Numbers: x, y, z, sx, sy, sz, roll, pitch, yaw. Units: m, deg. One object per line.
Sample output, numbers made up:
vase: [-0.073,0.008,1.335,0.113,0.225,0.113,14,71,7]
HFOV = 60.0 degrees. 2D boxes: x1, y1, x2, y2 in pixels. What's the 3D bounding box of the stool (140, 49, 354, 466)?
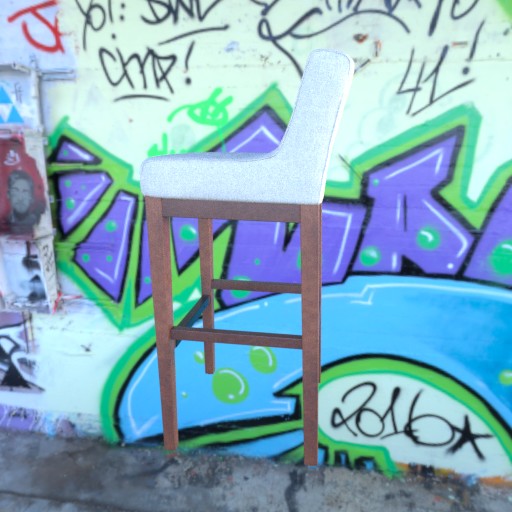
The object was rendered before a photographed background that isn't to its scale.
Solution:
stool: [0.000,0.000,1.309,0.500,1.037,0.511,2,15,9]
